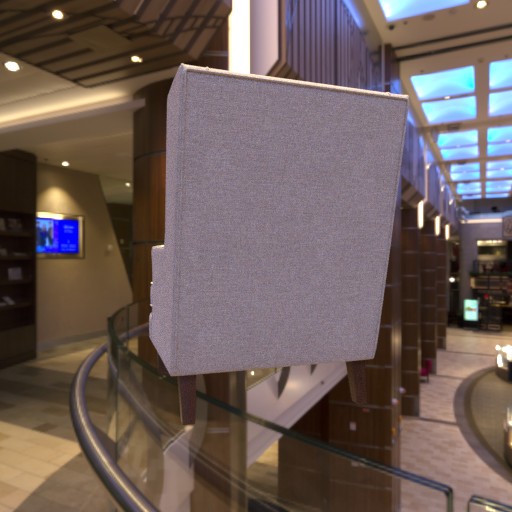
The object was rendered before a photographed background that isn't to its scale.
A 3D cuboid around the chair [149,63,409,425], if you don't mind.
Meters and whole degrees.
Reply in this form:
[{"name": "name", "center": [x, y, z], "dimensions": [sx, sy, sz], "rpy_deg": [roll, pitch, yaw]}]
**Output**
[{"name": "chair", "center": [0.000, 0.000, 1.776], "dimensions": [0.764, 1.082, 0.948], "rpy_deg": [0, 0, -19]}]
